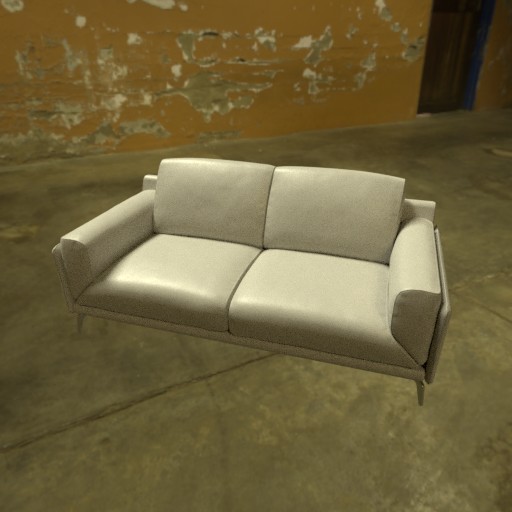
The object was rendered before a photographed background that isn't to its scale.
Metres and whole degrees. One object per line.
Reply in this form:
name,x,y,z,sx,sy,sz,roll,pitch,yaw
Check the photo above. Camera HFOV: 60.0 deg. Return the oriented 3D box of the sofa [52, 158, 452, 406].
sofa,0.000,0.000,2.678,2.101,0.930,1.049,8,27,16
